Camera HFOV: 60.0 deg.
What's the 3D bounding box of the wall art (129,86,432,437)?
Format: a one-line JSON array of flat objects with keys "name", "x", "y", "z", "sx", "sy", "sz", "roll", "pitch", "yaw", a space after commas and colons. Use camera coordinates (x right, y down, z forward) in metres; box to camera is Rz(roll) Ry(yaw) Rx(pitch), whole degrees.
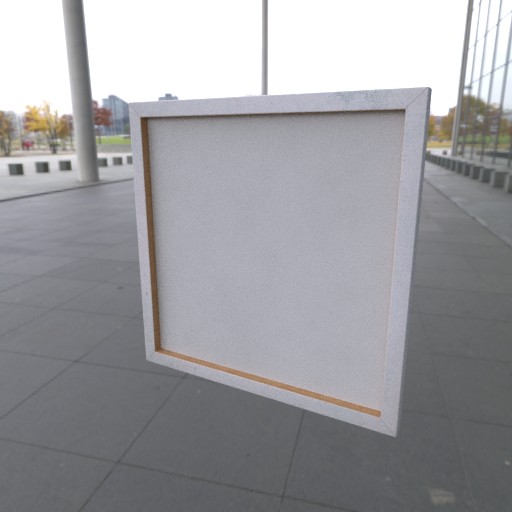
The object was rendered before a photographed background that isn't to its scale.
[{"name": "wall art", "x": 0.000, "y": 0.000, "z": 1.120, "sx": 0.762, "sy": 0.762, "sz": 0.038, "roll": 8, "pitch": 17, "yaw": 28}]
